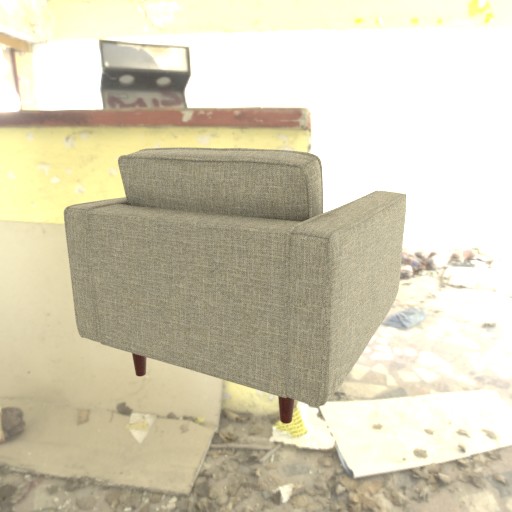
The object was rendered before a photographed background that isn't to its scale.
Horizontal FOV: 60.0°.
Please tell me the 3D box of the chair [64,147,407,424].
[{"bbox_3d":[0.000,0.000,1.591,0.889,0.765,0.914,8,17,27],"label":"chair"}]
